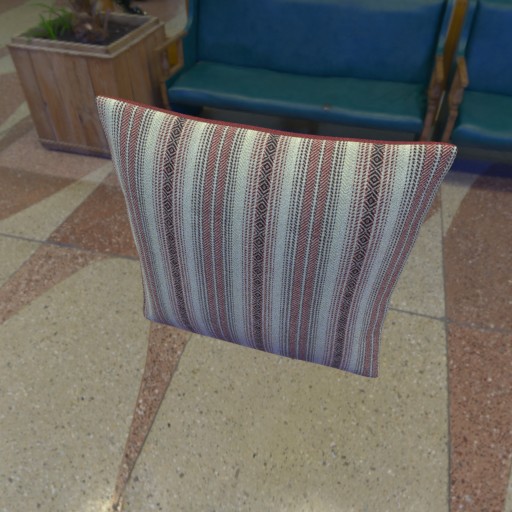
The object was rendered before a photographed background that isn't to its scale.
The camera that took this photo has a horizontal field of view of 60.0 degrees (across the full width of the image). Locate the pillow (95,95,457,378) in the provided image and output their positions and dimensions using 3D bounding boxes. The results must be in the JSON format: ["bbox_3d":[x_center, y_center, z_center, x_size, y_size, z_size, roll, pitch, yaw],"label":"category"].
[{"bbox_3d":[0.000,0.000,0.760,0.513,0.497,0.166,12,44,13],"label":"pillow"}]
